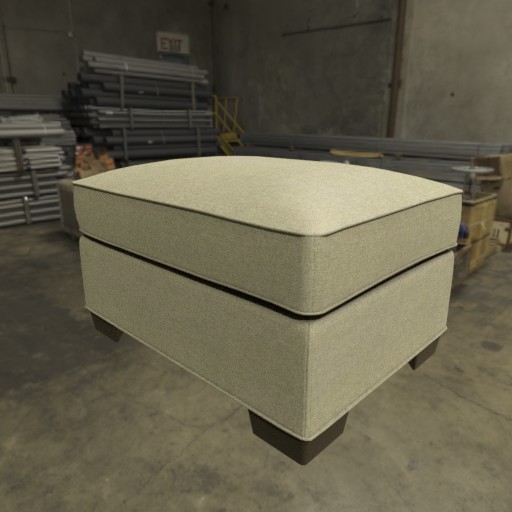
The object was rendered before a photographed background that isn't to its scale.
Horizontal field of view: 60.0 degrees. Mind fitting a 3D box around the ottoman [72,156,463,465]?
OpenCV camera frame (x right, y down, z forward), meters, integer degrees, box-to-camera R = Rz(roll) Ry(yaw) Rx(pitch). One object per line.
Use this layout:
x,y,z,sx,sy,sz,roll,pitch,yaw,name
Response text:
0.000,0.000,1.198,0.843,0.504,0.619,16,24,42,ottoman
